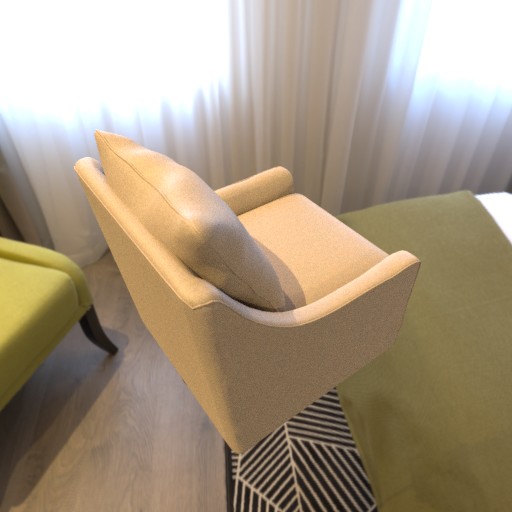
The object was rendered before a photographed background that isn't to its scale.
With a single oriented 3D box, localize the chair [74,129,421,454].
[{"bbox_3d":[0.000,0.000,1.555,0.876,0.942,0.760,-26,48,-26],"label":"chair"}]
